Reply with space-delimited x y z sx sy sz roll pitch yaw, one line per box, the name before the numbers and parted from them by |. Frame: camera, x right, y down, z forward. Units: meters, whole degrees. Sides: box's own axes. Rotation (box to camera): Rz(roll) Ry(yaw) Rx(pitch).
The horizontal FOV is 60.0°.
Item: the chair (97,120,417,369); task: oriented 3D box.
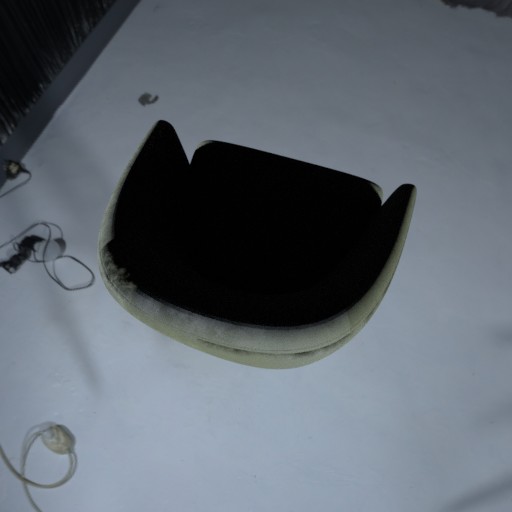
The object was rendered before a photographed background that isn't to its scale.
chair | 0.000 0.000 1.352 0.773 0.698 0.767 16 64 8
